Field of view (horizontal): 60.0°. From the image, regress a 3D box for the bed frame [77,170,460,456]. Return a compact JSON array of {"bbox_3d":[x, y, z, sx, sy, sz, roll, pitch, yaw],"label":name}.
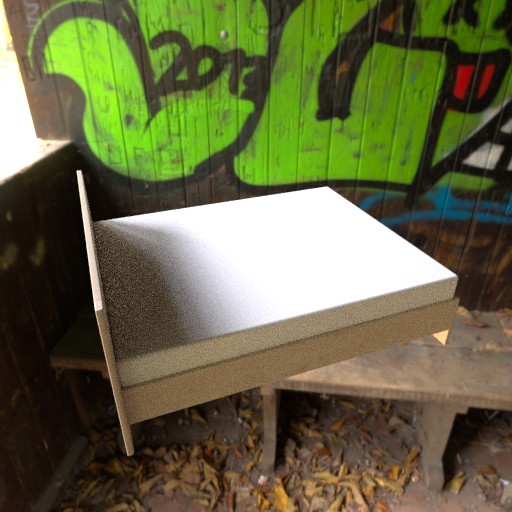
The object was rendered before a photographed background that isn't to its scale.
[{"bbox_3d":[0.000,0.000,3.041,2.080,0.900,1.800,-11,32,-18],"label":"bed frame"}]
